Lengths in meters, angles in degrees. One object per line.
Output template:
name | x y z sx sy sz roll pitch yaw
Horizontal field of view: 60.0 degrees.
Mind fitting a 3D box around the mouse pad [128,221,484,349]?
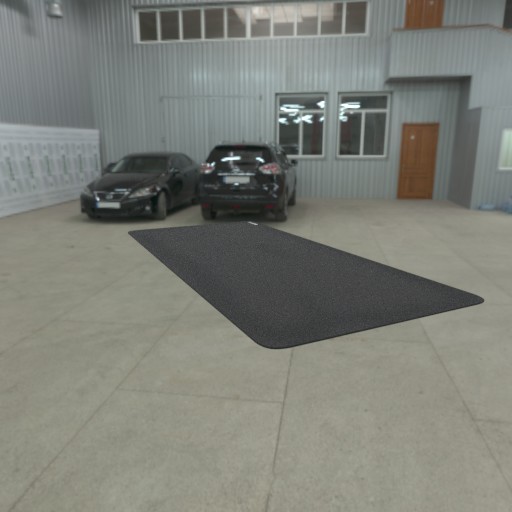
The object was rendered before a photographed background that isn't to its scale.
mouse pad | 0.000 0.000 1.037 0.424 0.003 0.907 -7 15 -26
